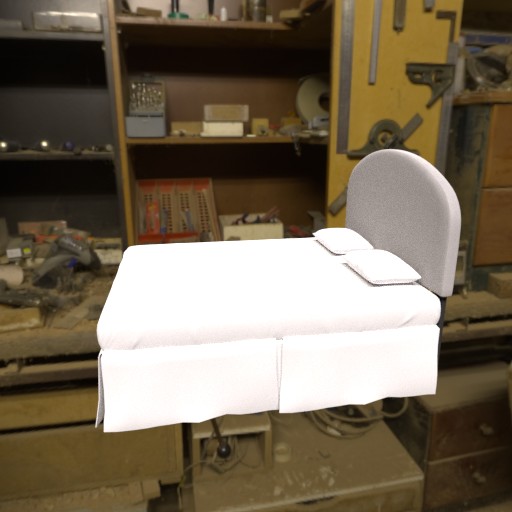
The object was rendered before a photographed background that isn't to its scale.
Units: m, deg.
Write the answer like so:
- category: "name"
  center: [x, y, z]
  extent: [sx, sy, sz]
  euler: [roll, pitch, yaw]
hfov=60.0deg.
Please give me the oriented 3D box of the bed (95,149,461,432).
- category: "bed"
  center: [0.000, 0.000, 3.049]
  extent: [2.005, 1.410, 1.607]
  euler: [-3, 17, -9]
